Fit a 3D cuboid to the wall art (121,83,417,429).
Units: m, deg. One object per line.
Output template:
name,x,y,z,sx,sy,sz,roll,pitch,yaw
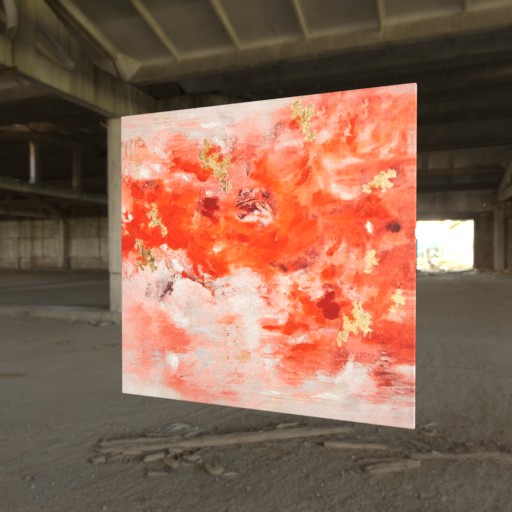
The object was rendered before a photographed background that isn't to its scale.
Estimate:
wall art,0.000,0.000,1.102,0.747,0.746,0.064,0,1,19
